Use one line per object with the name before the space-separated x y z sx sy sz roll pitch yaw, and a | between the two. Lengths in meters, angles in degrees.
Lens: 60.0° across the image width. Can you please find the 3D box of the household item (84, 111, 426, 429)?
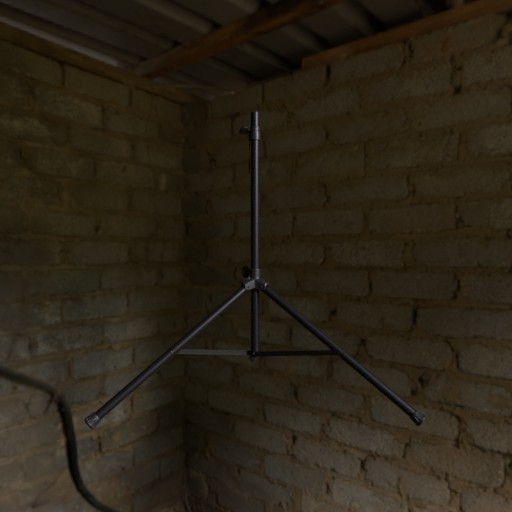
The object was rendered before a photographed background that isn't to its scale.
household item | 0.000 0.000 2.690 1.596 1.595 1.339 0 0 0
